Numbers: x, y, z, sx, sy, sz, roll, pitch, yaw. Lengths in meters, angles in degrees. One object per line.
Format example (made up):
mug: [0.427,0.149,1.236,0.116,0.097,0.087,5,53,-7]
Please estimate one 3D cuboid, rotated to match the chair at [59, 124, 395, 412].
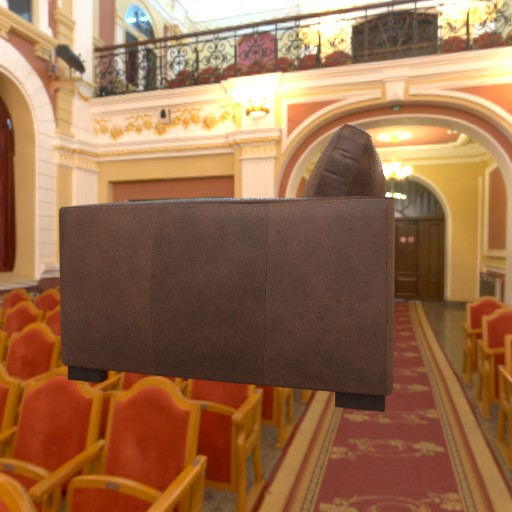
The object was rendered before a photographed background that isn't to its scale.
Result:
chair: [0.000,0.000,1.792,1.069,0.812,1.100,0,1,17]
